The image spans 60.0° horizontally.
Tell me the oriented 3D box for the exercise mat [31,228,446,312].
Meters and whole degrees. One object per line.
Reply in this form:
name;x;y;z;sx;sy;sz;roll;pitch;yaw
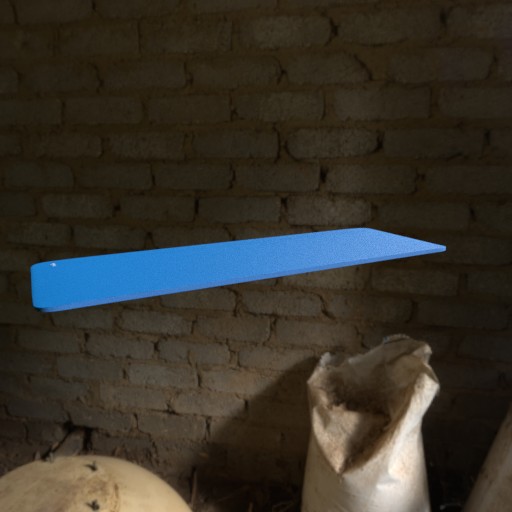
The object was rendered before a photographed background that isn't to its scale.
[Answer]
exercise mat;0.000;0.000;2.051;1.869;0.021;0.616;-7;16;-27
